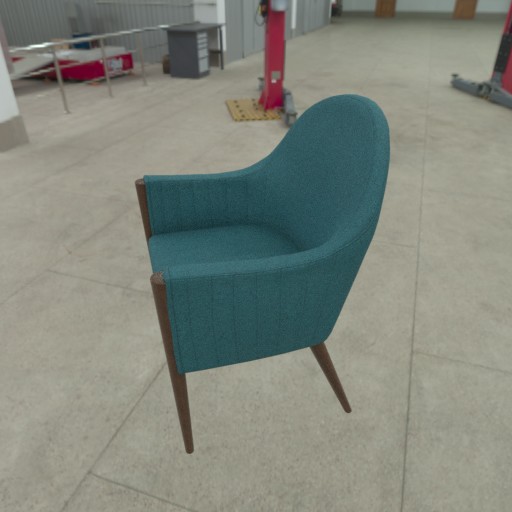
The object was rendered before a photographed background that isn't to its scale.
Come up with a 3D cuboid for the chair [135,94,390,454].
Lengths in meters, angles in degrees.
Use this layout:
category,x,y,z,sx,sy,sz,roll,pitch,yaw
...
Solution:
category,x,y,z,sx,sy,sz,roll,pitch,yaw
chair,0.000,0.000,1.369,0.652,0.907,0.656,-9,33,-14
